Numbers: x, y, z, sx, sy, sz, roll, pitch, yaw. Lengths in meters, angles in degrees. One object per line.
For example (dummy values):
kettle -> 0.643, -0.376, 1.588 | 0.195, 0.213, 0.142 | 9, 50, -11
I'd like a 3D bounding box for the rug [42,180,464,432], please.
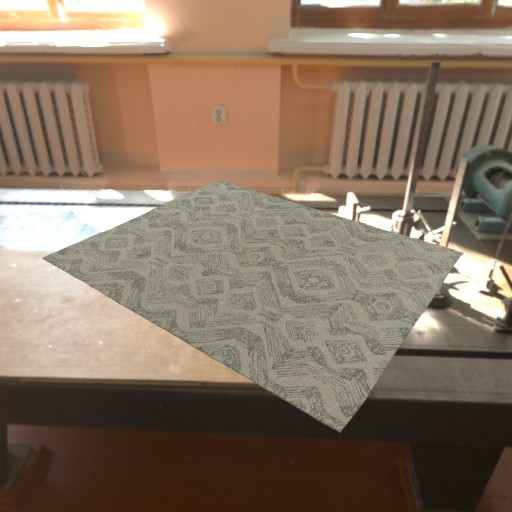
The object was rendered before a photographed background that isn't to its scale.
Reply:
rug -> 0.000, 0.000, 4.054 | 3.054, 0.030, 2.430 | 22, 37, 32
